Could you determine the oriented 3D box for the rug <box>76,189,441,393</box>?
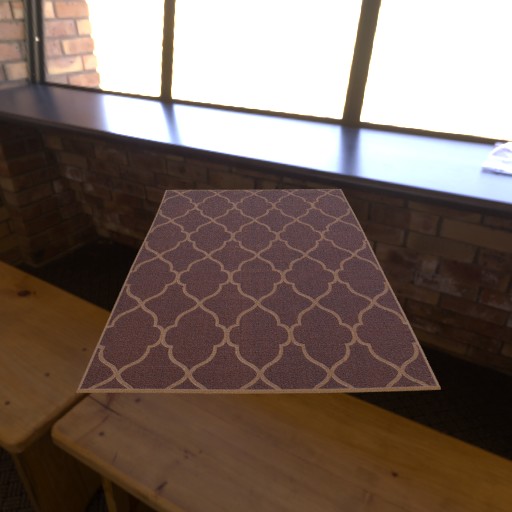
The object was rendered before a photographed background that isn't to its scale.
[{"bbox_3d":[0.000,0.000,2.828,1.526,0.014,2.290,0,30,-1],"label":"rug"}]
